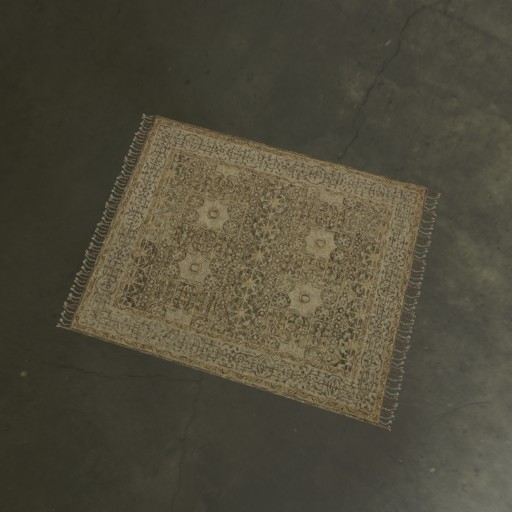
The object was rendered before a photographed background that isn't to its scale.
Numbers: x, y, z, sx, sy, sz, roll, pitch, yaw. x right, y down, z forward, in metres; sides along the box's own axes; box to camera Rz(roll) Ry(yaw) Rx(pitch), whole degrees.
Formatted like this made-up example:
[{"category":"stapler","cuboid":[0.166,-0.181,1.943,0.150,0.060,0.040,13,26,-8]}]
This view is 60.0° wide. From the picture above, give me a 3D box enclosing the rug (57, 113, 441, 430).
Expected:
[{"category":"rug","cuboid":[0.000,0.000,4.419,3.291,0.017,2.431,16,75,4]}]
